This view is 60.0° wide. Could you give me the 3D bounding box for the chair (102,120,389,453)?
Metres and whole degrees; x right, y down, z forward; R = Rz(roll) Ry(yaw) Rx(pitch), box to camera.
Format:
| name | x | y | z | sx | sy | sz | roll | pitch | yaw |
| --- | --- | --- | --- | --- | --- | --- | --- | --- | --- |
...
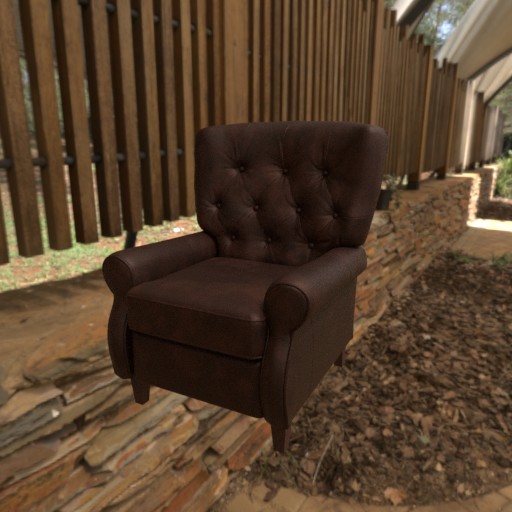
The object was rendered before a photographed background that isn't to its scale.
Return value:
| name | x | y | z | sx | sy | sz | roll | pitch | yaw |
| --- | --- | --- | --- | --- | --- | --- | --- | --- | --- |
| chair | 0.000 | 0.000 | 1.933 | 0.948 | 1.158 | 1.058 | 7 | 16 | 27 |
